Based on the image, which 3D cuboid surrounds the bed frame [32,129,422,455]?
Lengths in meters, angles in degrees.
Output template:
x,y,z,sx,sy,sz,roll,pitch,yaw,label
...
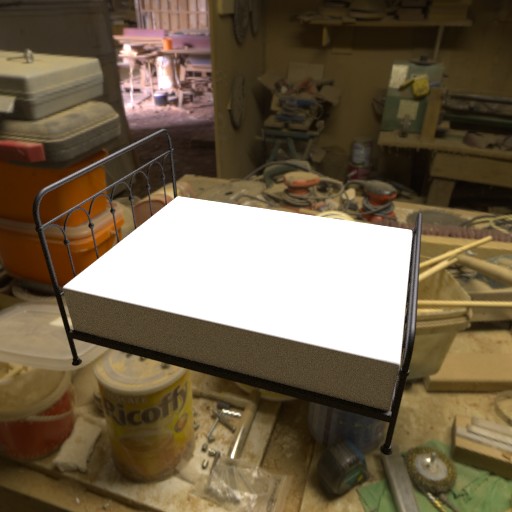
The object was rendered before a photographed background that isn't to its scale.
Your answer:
x,y,z,sx,sy,sz,roll,pitch,yaw,label
0.000,0.000,3.164,2.203,1.276,1.664,10,32,16,bed frame
